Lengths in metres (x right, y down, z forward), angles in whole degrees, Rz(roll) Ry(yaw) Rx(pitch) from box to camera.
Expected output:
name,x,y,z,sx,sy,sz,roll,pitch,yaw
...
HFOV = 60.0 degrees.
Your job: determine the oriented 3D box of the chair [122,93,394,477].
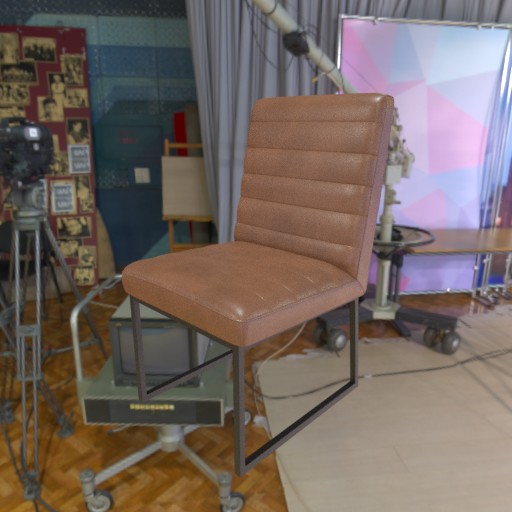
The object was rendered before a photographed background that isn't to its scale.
name,x,y,z,sx,sy,sz,roll,pitch,yaw
chair,0.000,0.000,1.332,0.520,0.930,0.634,16,23,41
